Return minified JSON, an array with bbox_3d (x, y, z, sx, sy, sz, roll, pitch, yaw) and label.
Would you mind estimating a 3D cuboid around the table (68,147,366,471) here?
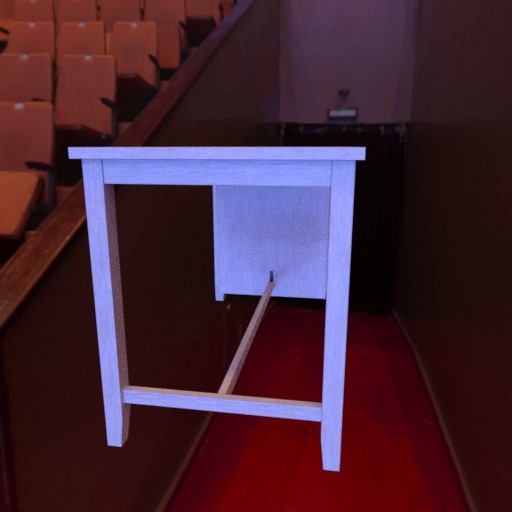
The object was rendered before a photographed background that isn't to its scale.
[{"bbox_3d":[0.000,0.000,1.830,0.729,0.874,1.397,2,14,9],"label":"table"}]
